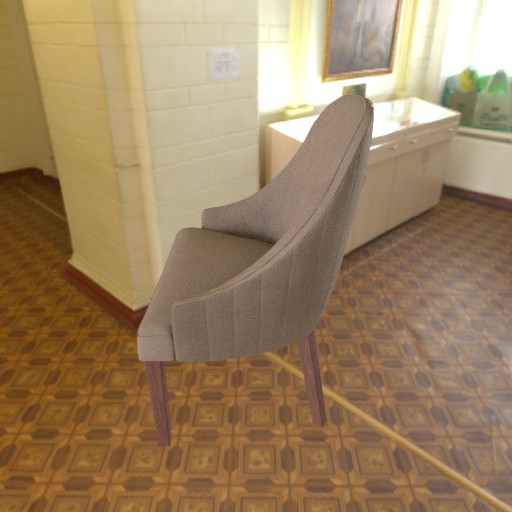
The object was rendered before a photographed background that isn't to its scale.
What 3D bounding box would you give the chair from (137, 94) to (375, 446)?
[{"bbox_3d":[0.000,0.000,1.305,0.575,0.889,0.643,0,27,0],"label":"chair"}]
